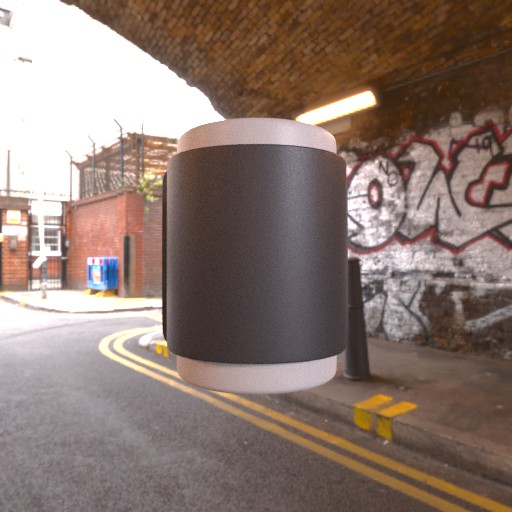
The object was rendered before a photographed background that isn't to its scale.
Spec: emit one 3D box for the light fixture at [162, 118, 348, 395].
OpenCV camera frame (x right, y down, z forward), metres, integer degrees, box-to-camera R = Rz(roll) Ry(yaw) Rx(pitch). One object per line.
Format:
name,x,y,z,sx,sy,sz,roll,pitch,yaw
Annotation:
light fixture,0.000,0.000,0.214,0.109,0.109,0.132,0,0,-1
